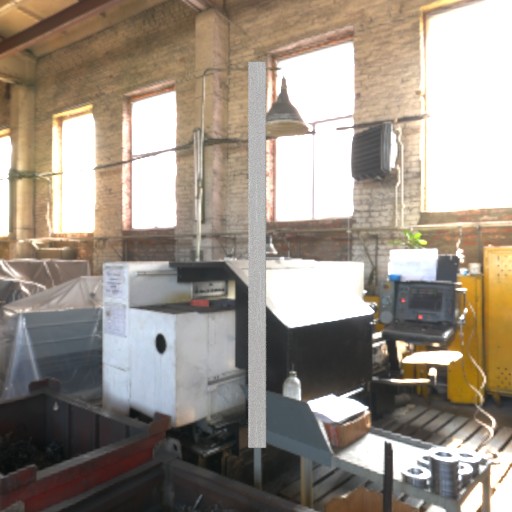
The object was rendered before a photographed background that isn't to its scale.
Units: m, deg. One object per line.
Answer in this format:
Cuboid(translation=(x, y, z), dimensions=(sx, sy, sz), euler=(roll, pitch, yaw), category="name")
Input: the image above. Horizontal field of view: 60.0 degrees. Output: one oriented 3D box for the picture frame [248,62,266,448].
Cuboid(translation=(0.000, 0.000, 1.209), dimensions=(0.029, 0.640, 0.950), euler=(0, 0, 0), category="picture frame")
